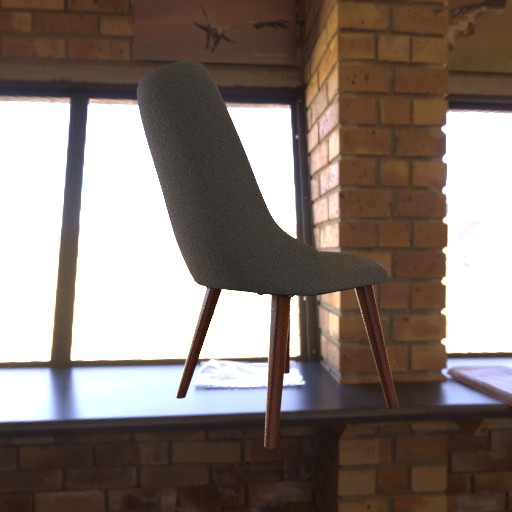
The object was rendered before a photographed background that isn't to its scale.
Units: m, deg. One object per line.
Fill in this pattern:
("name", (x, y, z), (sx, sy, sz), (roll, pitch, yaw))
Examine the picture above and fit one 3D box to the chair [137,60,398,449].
("chair", (0.000, 0.000, 1.331), (0.707, 0.918, 0.535), (0, 0, -37))
